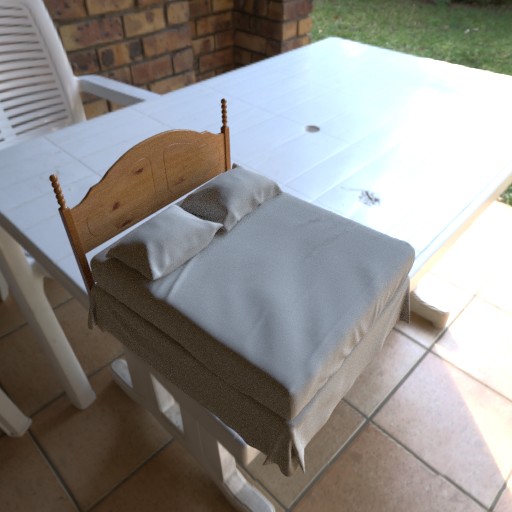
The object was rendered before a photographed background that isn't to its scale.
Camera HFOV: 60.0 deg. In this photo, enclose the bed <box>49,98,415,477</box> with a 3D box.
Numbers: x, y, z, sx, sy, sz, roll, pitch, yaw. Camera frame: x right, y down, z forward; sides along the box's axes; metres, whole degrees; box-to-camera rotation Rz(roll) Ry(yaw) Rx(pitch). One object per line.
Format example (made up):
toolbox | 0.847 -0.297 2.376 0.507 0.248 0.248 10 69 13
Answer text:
bed | 0.000 0.000 3.217 2.040 1.356 1.873 28 48 28
